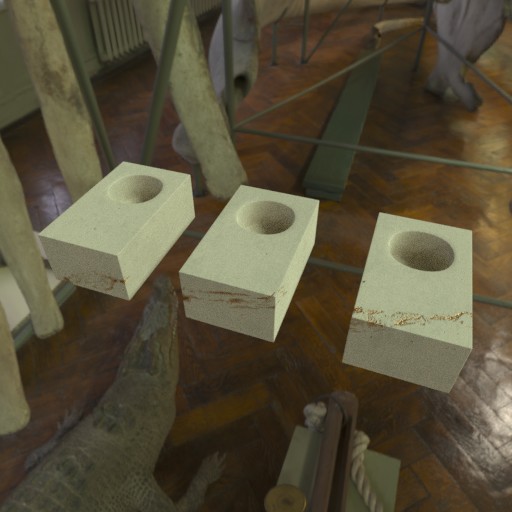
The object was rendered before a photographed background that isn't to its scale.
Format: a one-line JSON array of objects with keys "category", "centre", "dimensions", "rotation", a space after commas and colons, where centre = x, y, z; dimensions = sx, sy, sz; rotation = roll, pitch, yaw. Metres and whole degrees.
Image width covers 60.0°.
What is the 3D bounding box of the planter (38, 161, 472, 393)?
[{"category": "planter", "centre": [0.000, 0.000, 0.380], "dimensions": [0.333, 0.051, 0.127], "rotation": [14, 43, 15]}]
